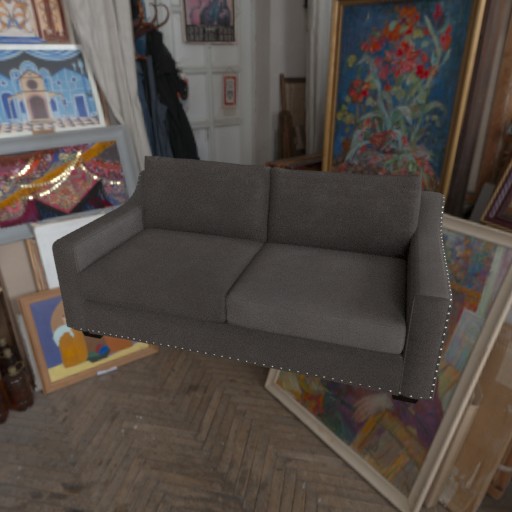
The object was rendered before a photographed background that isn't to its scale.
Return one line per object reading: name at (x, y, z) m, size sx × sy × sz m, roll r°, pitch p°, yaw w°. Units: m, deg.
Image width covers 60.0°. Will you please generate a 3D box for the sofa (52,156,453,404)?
sofa at (0.000, 0.000, 3.263) m, size 2.550 × 1.196 × 1.336 m, roll 7°, pitch 25°, yaw 16°
